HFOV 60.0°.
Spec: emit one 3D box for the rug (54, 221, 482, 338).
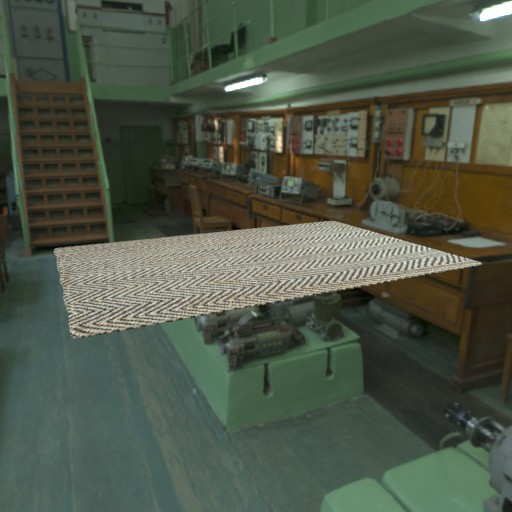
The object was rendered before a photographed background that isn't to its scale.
[{"bbox_3d":[0.000,0.000,2.244,1.828,0.008,1.219,-7,17,-25],"label":"rug"}]
